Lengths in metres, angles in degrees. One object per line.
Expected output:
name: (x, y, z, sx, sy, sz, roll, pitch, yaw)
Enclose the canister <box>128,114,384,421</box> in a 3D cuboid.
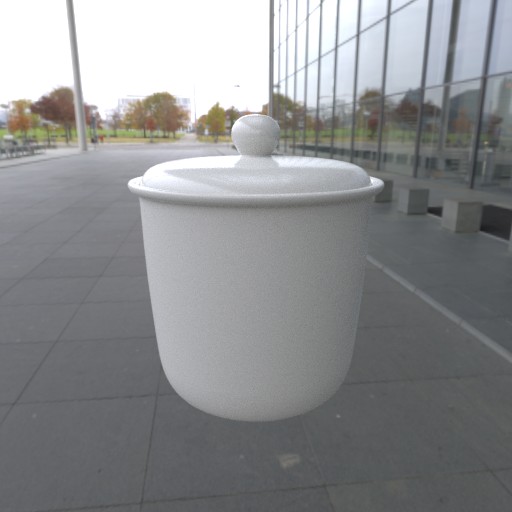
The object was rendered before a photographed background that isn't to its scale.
canister: (0.000, 0.000, 0.341, 0.182, 0.208, 0.182, 0, 15, 0)
